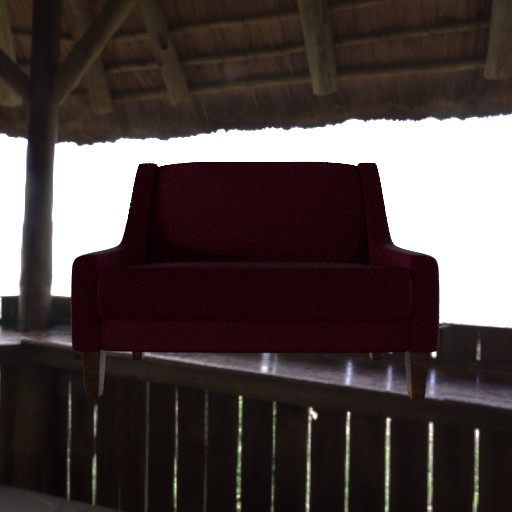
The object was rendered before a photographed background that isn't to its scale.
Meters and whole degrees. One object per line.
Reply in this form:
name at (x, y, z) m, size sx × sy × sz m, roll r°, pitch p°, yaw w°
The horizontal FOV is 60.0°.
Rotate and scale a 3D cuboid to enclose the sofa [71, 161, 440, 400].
sofa at (0.000, 0.000, 1.892) m, size 1.242 × 0.976 × 0.946 m, roll 0°, pitch 0°, yaw 1°
